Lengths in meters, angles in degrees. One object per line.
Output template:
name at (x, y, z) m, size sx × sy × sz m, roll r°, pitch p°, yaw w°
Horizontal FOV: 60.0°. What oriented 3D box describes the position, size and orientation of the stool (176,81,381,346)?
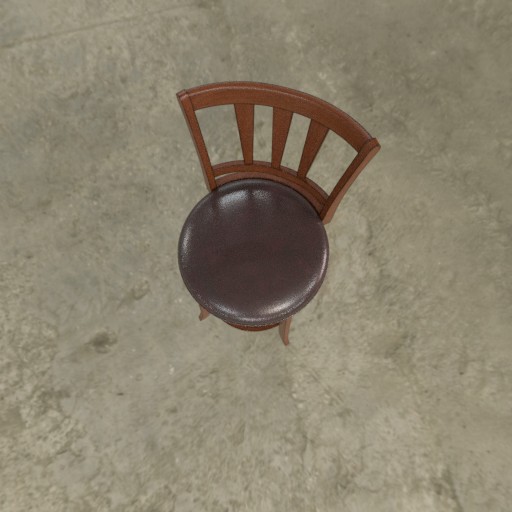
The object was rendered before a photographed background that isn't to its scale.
stool at (0.000, 0.000, 1.482) m, size 0.464 × 1.177 × 0.503 m, roll 16°, pitch 76°, yaw 4°
